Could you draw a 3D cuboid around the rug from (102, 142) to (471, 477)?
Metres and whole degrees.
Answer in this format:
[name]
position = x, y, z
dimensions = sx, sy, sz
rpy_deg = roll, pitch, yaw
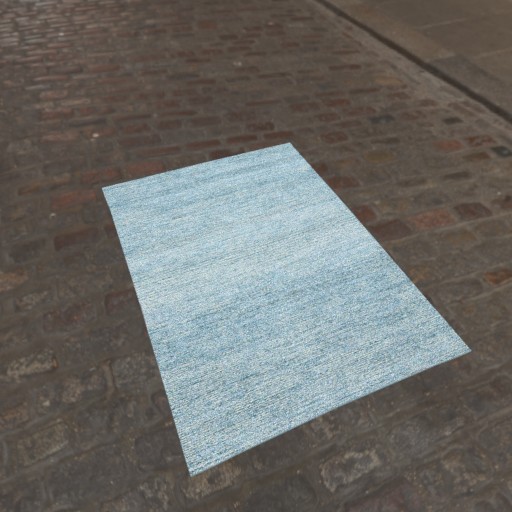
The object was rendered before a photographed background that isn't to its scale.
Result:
[rug]
position = 0.000, 0.000, 2.908
dimensions = 1.611, 0.026, 2.260
rpy_deg = -17, 49, -16
